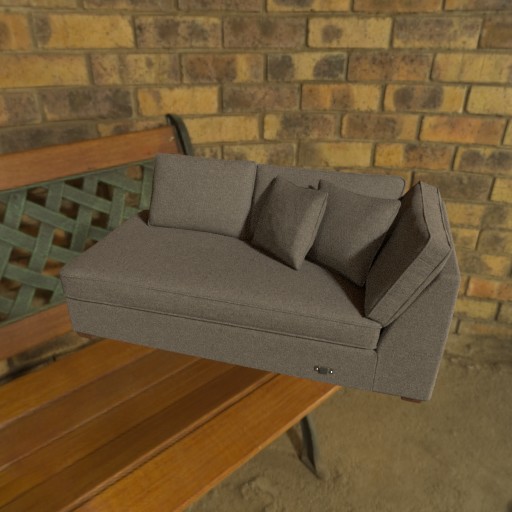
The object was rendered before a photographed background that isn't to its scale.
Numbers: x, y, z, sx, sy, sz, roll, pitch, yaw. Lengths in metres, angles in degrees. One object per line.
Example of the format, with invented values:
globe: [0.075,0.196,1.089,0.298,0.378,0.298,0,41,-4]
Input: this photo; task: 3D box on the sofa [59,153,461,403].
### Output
sofa: [0.000,0.000,2.836,2.237,1.033,1.110,8,28,15]
